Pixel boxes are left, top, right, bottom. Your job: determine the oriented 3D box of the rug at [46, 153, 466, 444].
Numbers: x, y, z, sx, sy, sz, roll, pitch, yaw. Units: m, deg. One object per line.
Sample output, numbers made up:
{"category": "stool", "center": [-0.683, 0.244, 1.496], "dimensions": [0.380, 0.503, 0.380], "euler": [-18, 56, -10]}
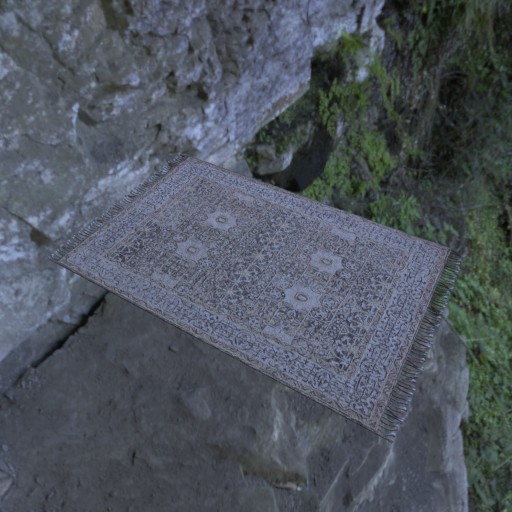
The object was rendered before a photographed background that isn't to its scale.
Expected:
{"category": "rug", "center": [0.000, 0.000, 2.493], "dimensions": [2.029, 0.010, 1.237], "euler": [23, 50, 21]}
